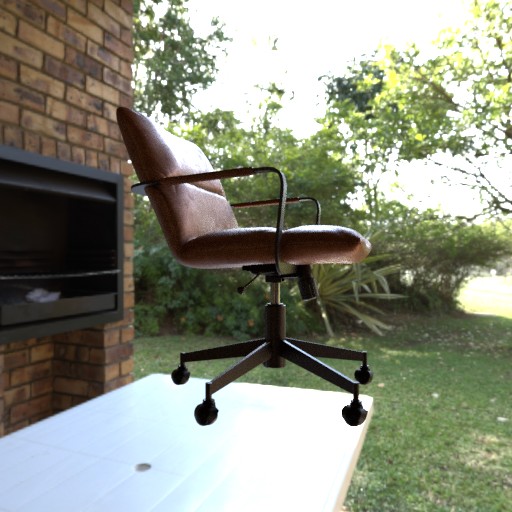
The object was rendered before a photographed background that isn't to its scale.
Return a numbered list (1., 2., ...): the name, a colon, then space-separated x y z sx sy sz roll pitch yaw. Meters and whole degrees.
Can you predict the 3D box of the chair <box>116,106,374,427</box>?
1. chair: 0.000 0.000 1.499 0.754 0.922 0.727 0 0 17
